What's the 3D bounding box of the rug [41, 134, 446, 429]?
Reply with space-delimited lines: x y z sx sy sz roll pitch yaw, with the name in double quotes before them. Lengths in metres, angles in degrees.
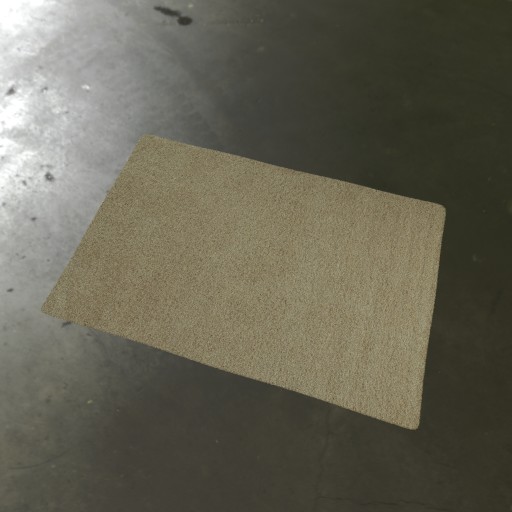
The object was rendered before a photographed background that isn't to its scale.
"rug" 0.000 0.000 3.401 2.700 0.024 1.801 15 62 8
